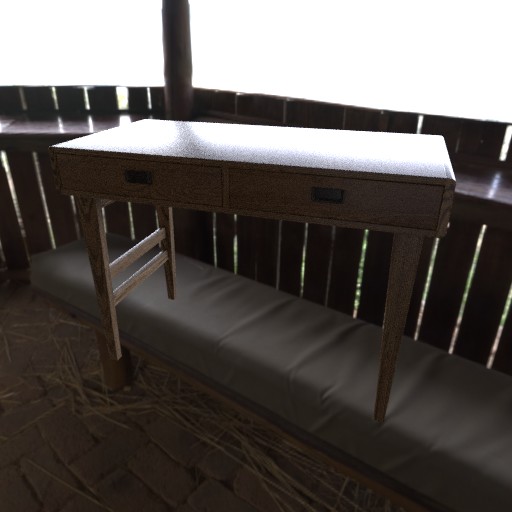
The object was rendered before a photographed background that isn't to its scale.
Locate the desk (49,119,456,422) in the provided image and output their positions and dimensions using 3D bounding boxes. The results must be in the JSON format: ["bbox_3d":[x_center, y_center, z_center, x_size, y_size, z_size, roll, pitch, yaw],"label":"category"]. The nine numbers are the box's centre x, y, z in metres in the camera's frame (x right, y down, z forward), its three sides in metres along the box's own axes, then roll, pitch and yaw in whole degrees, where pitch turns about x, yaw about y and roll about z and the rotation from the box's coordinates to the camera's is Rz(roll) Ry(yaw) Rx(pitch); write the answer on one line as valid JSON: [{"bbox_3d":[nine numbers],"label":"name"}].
[{"bbox_3d":[0.000,0.000,1.474,1.067,0.755,0.508,8,27,16],"label":"desk"}]
